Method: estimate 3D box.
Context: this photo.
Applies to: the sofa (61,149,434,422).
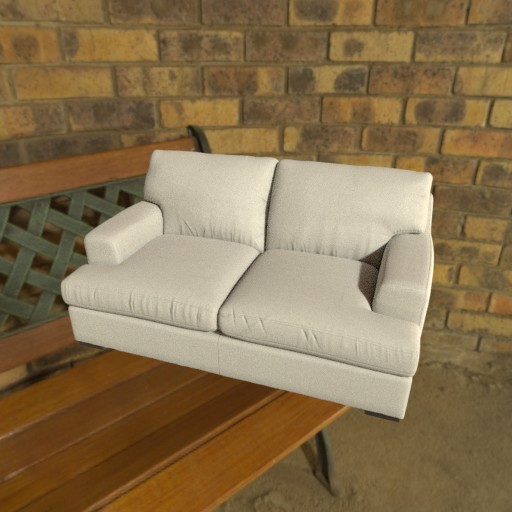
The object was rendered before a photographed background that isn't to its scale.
[{"bbox_3d":[0.000,0.000,2.521,1.880,0.940,1.143,9,27,17],"label":"sofa"}]
